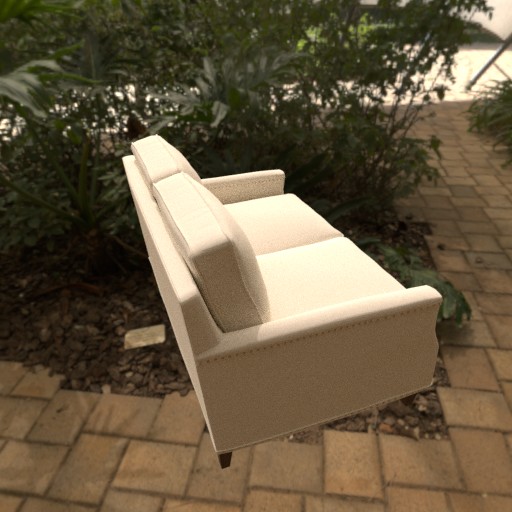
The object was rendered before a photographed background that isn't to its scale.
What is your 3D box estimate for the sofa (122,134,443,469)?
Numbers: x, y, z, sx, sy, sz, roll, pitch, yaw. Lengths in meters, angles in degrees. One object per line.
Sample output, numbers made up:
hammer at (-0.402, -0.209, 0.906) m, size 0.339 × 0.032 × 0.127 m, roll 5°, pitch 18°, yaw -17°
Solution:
sofa at (0.000, 0.000, 2.251) m, size 1.084 × 1.003 × 1.597 m, roll -11°, pitch 32°, yaw -18°
